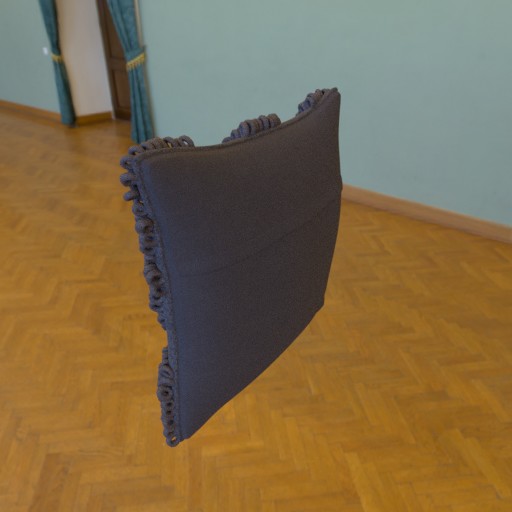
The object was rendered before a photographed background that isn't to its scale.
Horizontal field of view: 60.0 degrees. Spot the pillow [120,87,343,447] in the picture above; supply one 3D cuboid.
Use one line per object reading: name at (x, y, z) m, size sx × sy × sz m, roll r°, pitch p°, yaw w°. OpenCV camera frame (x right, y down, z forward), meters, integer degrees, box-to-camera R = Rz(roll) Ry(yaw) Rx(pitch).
pillow at (0.000, 0.000, 0.725) m, size 0.172 × 0.467 × 0.470 m, roll 20°, pitch 36°, yaw 31°
